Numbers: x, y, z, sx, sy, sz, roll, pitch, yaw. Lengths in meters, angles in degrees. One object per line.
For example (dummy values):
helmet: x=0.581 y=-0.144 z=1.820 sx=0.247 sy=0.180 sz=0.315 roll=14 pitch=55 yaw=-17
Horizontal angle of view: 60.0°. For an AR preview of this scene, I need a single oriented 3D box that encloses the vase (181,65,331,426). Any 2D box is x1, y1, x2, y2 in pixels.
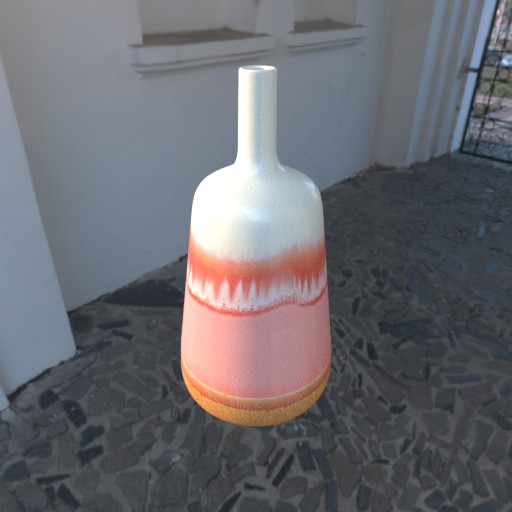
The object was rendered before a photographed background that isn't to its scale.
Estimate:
vase: x=0.000 y=0.000 z=0.377 sx=0.144 sy=0.296 sz=0.144 roll=0 pitch=30 yaw=0
